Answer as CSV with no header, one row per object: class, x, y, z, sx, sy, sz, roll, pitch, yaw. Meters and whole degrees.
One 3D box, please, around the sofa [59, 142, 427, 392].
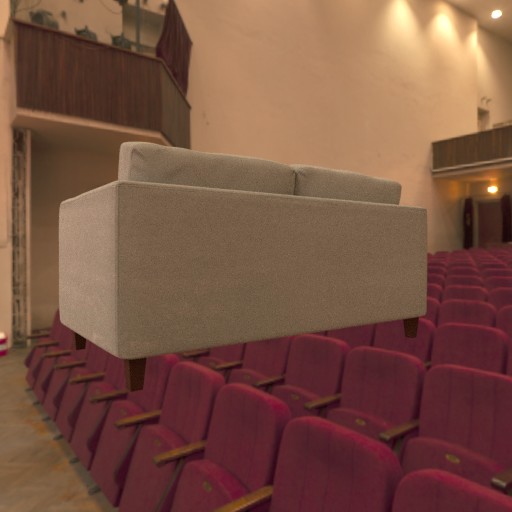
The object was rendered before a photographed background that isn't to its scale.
sofa,0.000,0.000,2.464,1.884,0.963,0.950,-1,1,-35
